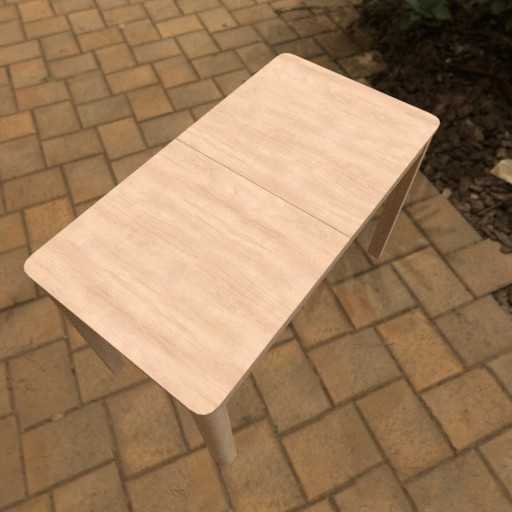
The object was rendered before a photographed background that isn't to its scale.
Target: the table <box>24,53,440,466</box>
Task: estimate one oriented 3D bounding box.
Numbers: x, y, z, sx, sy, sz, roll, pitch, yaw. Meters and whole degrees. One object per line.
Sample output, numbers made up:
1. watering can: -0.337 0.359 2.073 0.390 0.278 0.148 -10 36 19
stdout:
1. table: 0.000 0.000 1.896 0.750 0.900 1.400 32 63 19
